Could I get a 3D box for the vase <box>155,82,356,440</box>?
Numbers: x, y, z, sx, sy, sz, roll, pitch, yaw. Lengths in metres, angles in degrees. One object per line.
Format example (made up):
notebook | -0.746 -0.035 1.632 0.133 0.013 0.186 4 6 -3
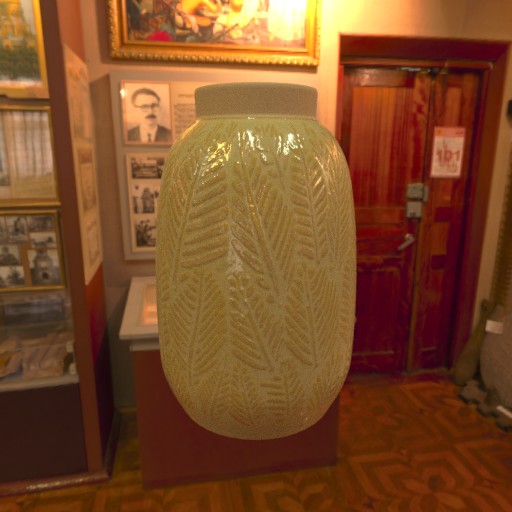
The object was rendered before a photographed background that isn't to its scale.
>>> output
vase | 0.000 0.000 0.382 0.172 0.270 0.172 0 14 0
